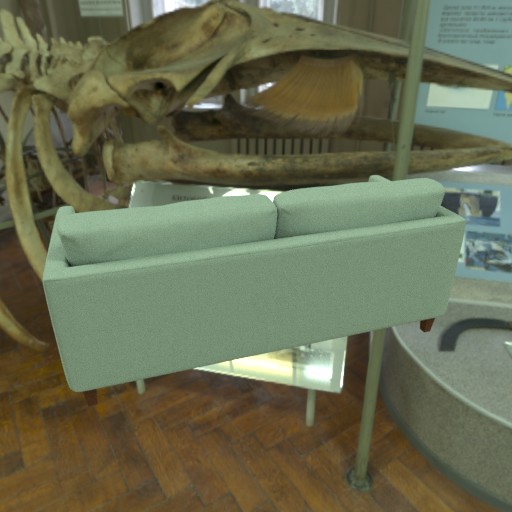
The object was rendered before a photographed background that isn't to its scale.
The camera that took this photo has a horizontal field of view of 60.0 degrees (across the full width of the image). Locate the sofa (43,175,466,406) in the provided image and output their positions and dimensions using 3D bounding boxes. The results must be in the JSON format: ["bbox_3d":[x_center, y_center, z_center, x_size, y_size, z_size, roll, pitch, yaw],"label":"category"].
[{"bbox_3d":[0.000,0.000,2.671,2.208,0.965,0.951,-8,28,-16],"label":"sofa"}]
